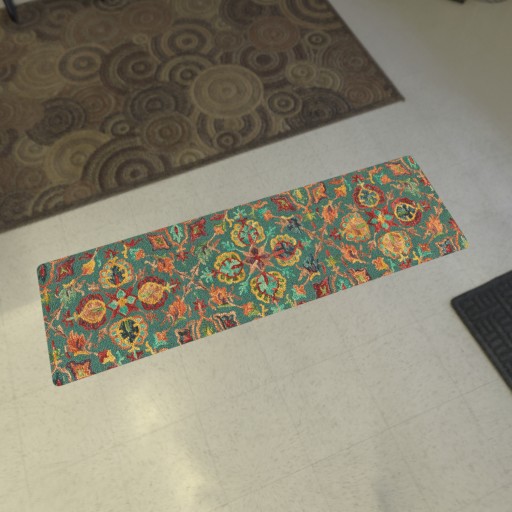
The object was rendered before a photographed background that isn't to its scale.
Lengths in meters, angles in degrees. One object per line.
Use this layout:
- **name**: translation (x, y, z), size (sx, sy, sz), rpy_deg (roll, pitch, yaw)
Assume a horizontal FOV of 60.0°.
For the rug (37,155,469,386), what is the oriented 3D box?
- **rug**: translation (0.000, 0.000, 2.428), size (2.286, 0.013, 0.686), rpy_deg (-18, 64, -9)
